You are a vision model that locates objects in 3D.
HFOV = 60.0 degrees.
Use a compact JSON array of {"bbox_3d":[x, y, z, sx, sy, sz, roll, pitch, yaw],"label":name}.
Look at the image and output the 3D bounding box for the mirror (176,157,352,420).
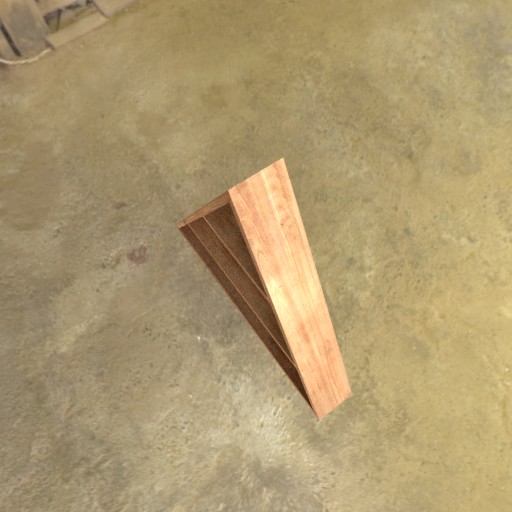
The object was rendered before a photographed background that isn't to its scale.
[{"bbox_3d":[0.000,0.000,0.886,0.100,0.548,0.631,-33,69,-15],"label":"mirror"}]
